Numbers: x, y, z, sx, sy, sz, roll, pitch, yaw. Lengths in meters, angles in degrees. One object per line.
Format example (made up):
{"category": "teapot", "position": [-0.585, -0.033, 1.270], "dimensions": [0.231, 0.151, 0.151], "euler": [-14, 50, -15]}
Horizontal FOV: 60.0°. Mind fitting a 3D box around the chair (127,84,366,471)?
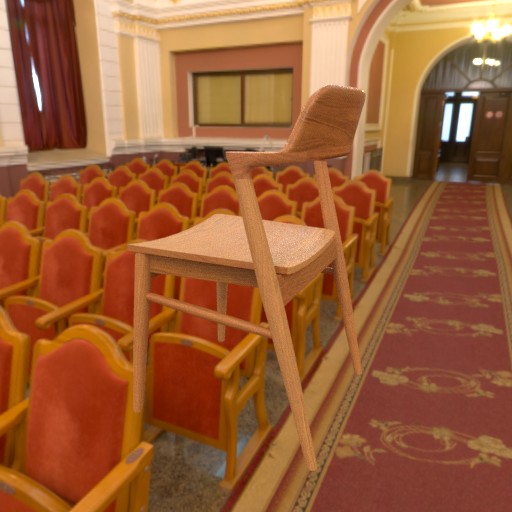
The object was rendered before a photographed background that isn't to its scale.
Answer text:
{"category": "chair", "position": [0.000, 0.000, 1.139], "dimensions": [0.499, 0.792, 0.512], "euler": [8, 18, 25]}
